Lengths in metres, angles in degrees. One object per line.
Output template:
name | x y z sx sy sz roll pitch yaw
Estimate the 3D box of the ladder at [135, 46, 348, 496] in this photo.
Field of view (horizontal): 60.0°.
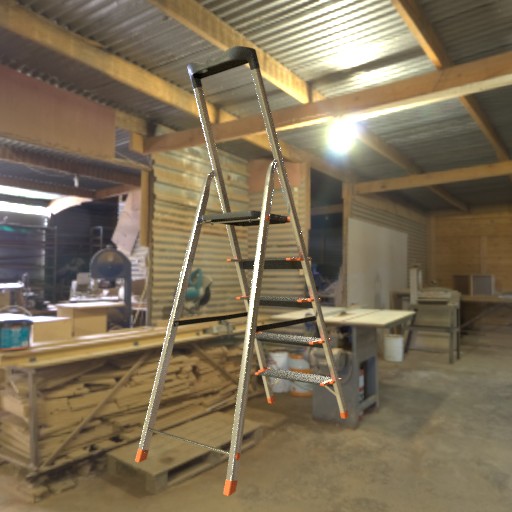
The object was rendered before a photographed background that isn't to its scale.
ladder | 0.000 0.000 2.052 0.480 1.646 0.995 -1 -2 35
